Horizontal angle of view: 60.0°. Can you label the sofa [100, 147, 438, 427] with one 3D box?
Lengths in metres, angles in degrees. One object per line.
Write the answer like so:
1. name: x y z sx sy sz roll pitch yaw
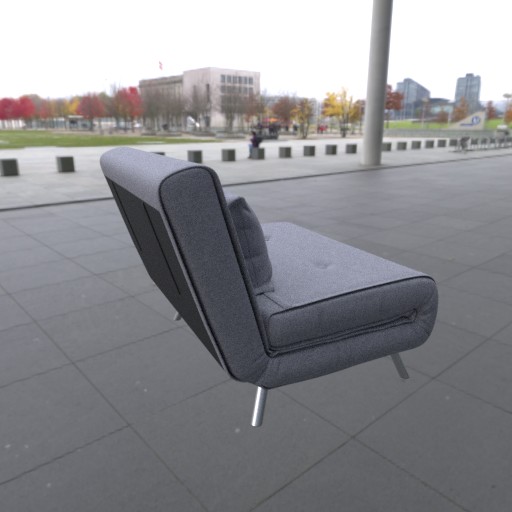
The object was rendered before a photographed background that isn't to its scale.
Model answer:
1. sofa: 0.000 0.000 1.770 1.000 0.825 1.020 -8 18 -25
